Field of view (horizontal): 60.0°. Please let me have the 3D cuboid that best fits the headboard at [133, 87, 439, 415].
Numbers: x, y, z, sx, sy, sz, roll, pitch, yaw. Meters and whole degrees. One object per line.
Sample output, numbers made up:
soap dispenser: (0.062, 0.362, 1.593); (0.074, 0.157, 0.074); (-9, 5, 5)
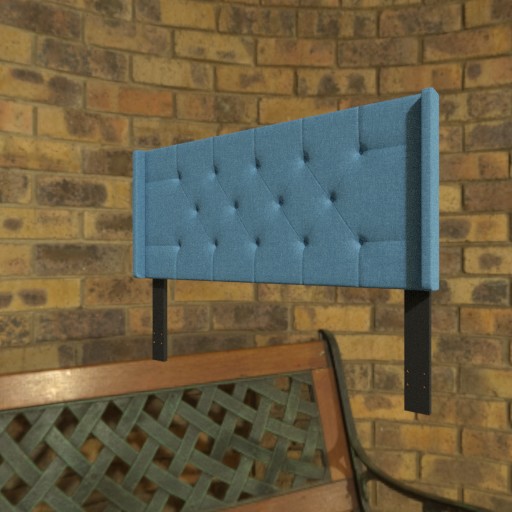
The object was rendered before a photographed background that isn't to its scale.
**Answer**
headboard: (0.000, 0.000, 2.643); (2.051, 1.524, 0.184); (0, 0, 36)
